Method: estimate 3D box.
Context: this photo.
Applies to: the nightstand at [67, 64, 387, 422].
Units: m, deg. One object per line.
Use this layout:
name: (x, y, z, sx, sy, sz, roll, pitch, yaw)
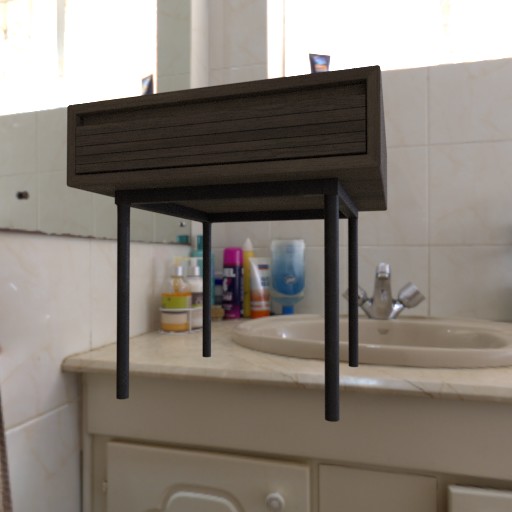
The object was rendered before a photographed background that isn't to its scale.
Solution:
nightstand: (0.000, 0.000, 0.894, 0.502, 0.497, 0.503, 0, -1, 17)
